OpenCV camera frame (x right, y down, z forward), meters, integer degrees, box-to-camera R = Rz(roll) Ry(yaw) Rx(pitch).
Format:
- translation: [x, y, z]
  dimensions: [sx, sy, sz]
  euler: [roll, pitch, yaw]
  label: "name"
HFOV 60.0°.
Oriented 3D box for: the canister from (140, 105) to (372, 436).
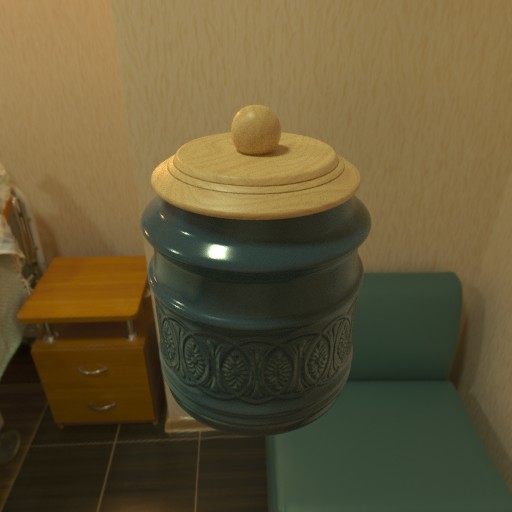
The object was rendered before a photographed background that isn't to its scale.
- translation: [0.000, 0.000, 0.269]
  dimensions: [0.130, 0.176, 0.130]
  euler: [0, 30, 0]
  label: "canister"
